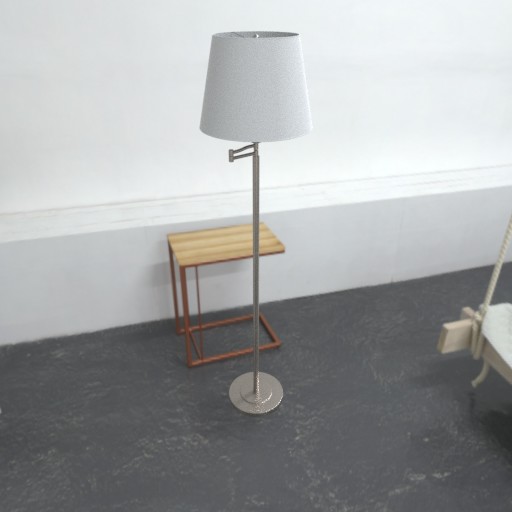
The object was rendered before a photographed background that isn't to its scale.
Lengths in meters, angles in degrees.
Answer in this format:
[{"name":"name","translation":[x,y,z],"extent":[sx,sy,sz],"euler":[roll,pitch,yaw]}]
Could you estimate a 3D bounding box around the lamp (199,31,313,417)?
[{"name":"lamp","translation":[0.000,0.000,1.642],"extent":[0.355,1.473,0.355],"euler":[0,31,0]}]
